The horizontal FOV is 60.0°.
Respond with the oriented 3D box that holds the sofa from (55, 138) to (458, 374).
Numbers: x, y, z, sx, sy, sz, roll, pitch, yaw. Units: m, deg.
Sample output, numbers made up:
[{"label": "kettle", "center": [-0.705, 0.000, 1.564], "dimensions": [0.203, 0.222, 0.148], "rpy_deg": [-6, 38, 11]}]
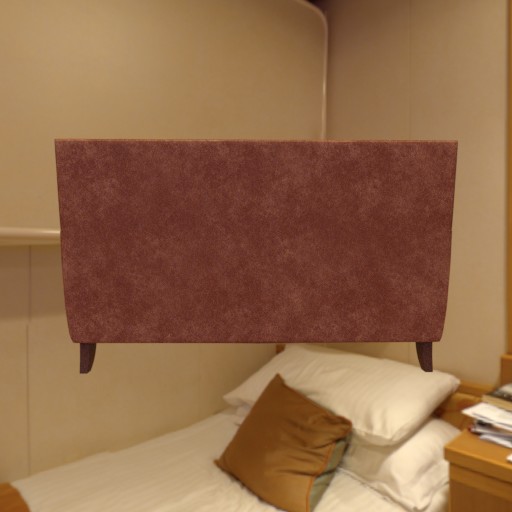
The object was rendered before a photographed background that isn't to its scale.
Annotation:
[{"label": "sofa", "center": [0.000, 0.000, 2.003], "dimensions": [1.473, 0.871, 0.787], "rpy_deg": [0, 1, -1]}]
